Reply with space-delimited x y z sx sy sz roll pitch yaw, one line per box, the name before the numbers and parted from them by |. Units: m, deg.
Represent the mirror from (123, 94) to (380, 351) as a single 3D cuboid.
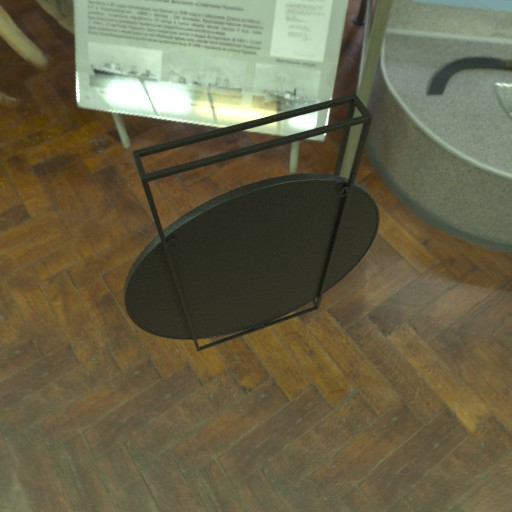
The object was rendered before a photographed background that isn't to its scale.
mirror | 0.000 0.000 0.831 0.508 0.603 0.051 -18 60 -11
